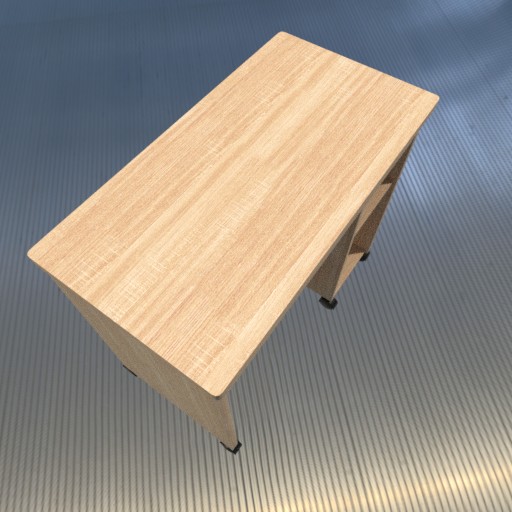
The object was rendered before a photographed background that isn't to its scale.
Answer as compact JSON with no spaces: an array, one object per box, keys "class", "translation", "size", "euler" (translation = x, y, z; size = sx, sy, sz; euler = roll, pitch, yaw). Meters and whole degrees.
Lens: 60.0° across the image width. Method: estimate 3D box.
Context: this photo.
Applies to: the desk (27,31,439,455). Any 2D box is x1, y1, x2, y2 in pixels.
[{"class":"desk","translation":[0.000,0.000,1.296],"size":[0.480,0.770,0.884],"euler":[31,64,17]}]
